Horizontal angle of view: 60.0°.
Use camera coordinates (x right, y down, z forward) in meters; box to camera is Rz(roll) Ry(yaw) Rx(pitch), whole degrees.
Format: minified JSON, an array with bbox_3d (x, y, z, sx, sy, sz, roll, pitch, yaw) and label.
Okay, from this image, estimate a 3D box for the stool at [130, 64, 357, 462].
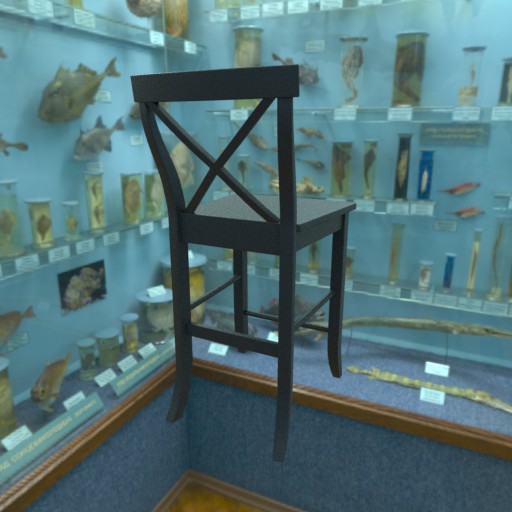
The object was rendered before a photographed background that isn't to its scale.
[{"bbox_3d":[0.000,0.000,1.330,0.452,0.989,0.559,8,18,26],"label":"stool"}]
